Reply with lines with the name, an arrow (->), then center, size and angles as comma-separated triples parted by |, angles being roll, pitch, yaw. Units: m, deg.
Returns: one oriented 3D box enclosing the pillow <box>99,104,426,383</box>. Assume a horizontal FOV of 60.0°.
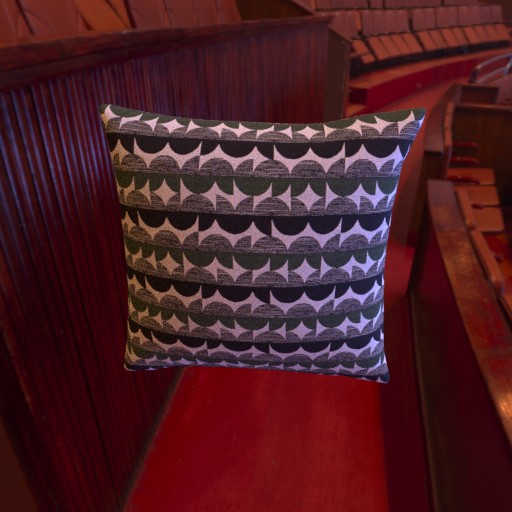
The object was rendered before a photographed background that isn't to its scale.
pillow -> 0.000, 0.000, 0.631 | 0.419, 0.404, 0.180 | 2, 30, 3
